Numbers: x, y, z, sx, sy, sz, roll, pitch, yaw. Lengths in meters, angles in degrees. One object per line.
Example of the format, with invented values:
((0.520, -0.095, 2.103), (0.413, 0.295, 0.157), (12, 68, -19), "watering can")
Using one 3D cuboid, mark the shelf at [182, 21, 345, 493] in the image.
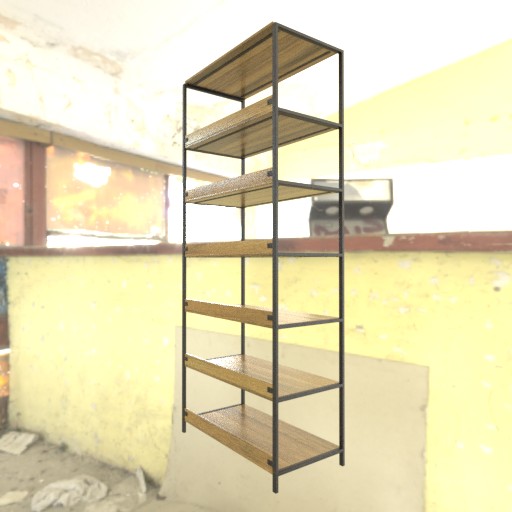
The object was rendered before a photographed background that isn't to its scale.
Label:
((0.000, 0.000, 2.345), (0.431, 2.015, 0.847), (0, -1, -37), "shelf")
